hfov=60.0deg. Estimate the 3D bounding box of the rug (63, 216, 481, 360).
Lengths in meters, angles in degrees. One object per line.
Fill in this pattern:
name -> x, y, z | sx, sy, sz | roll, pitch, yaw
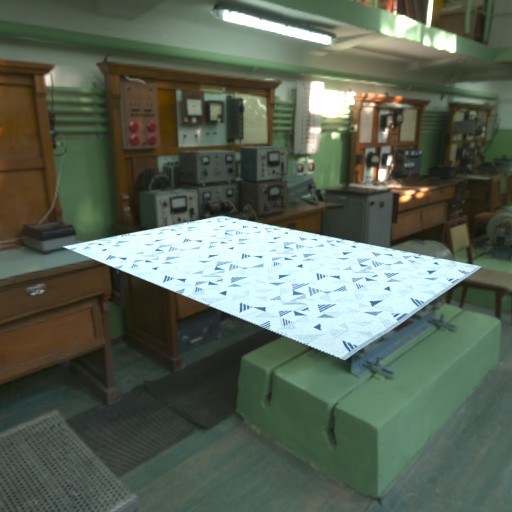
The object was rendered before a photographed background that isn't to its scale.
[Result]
rug -> 0.000, 0.000, 2.293 | 1.835, 0.003, 1.206 | 15, 22, 41
